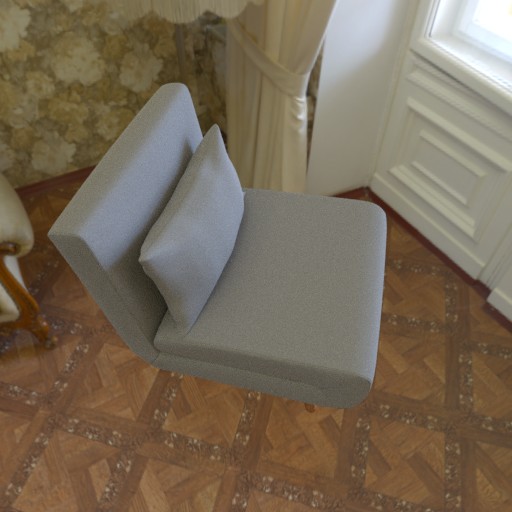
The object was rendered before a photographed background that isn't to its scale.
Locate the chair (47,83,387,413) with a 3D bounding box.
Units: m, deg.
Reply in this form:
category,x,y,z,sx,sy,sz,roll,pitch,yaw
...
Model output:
category,x,y,z,sx,sy,sz,roll,pitch,yaw
chair,0.000,0.000,1.544,0.902,0.808,0.770,11,50,9
